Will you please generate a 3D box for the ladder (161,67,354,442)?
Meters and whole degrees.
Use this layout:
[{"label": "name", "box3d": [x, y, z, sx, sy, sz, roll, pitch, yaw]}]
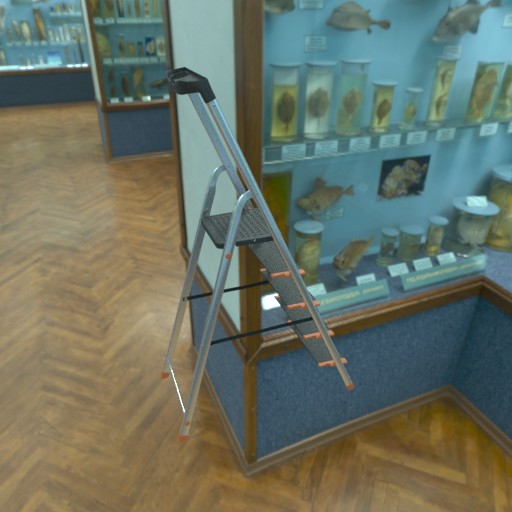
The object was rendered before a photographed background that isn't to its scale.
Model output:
[{"label": "ladder", "box3d": [0.000, 0.000, 2.103, 0.995, 1.646, 0.480, -11, 31, -18]}]
